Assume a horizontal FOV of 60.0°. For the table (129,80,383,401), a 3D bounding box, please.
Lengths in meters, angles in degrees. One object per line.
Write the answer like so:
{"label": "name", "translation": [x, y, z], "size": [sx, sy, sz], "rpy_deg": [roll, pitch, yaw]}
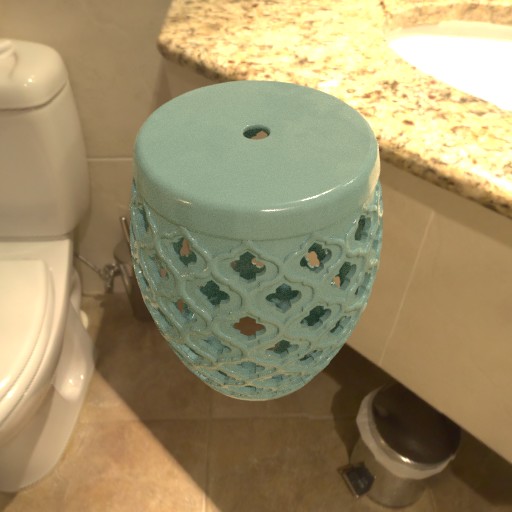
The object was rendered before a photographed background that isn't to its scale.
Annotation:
{"label": "table", "translation": [0.000, 0.000, 0.617], "size": [0.325, 0.388, 0.325], "rpy_deg": [0, 46, 0]}
